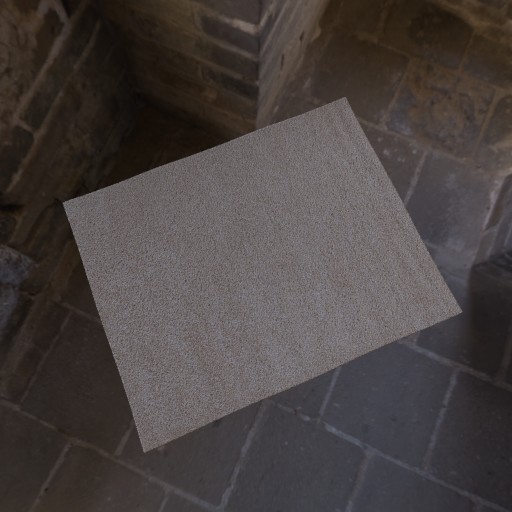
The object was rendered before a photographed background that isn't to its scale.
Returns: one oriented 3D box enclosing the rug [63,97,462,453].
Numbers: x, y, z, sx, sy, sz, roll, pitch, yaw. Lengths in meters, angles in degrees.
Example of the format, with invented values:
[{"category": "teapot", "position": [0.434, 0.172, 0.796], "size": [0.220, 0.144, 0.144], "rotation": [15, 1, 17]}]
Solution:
[{"category": "rug", "position": [0.000, 0.000, 4.105], "size": [3.000, 0.026, 2.400], "rotation": [-22, 76, -6]}]
